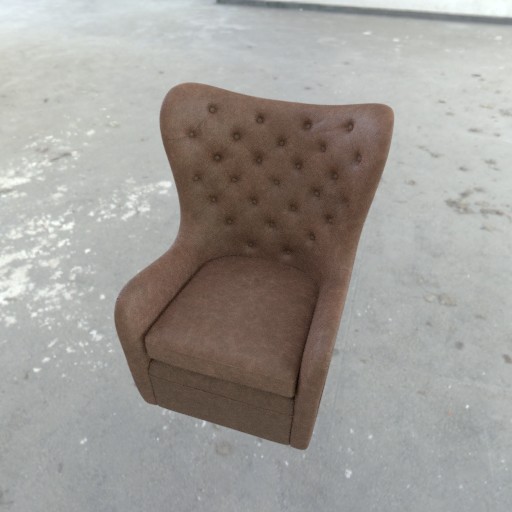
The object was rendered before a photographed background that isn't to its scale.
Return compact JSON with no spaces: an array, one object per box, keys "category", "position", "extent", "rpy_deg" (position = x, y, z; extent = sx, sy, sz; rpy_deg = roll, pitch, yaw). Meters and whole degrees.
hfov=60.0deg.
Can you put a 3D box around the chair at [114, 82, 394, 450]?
[{"category":"chair","position":[0.000,0.000,1.738],"extent":[0.831,1.079,0.930],"rpy_deg":[12,41,14]}]
